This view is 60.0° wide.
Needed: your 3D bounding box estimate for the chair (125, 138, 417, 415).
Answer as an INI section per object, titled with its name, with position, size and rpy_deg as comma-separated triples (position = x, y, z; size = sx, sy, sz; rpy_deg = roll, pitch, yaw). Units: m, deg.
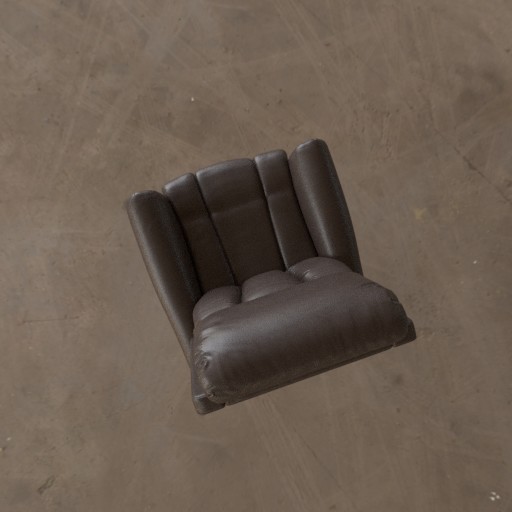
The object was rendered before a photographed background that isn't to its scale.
[chair]
position = 0.000, 0.000, 1.744
size = 0.869, 1.028, 0.978
rpy_deg = -18, 75, -5
